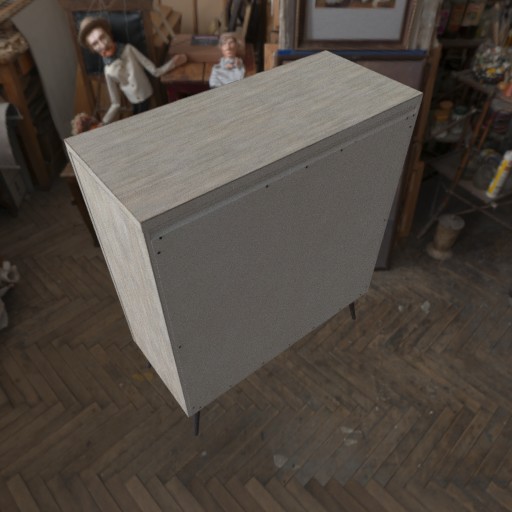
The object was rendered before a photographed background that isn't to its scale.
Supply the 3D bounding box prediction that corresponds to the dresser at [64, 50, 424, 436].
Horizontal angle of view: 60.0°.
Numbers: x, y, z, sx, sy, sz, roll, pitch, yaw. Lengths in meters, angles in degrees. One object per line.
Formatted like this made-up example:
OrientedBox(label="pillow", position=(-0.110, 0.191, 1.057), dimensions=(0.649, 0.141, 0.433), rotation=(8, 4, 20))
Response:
OrientedBox(label="dresser", position=(0.000, 0.000, 1.764), dimensions=(1.016, 1.219, 0.457), rotation=(-29, 53, -26))
